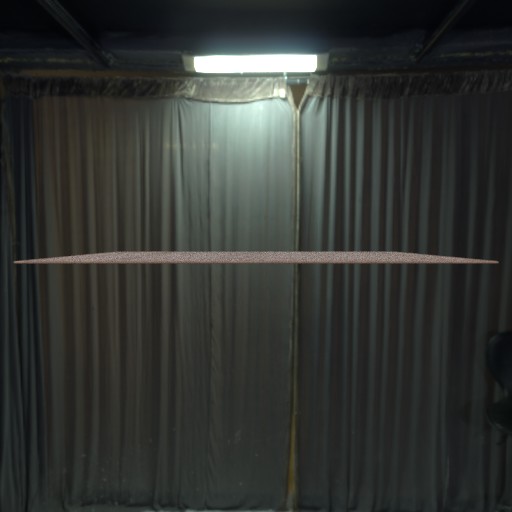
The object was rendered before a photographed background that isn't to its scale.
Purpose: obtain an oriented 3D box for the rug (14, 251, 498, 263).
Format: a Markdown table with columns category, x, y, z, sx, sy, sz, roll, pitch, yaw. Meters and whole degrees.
| category | x | y | z | sx | sy | sz | roll | pitch | yaw |
| --- | --- | --- | --- | --- | --- | --- | --- | --- | --- |
| rug | 0.000 | 0.000 | 2.841 | 2.286 | 0.011 | 1.524 | 0 | 2 | 0 |
